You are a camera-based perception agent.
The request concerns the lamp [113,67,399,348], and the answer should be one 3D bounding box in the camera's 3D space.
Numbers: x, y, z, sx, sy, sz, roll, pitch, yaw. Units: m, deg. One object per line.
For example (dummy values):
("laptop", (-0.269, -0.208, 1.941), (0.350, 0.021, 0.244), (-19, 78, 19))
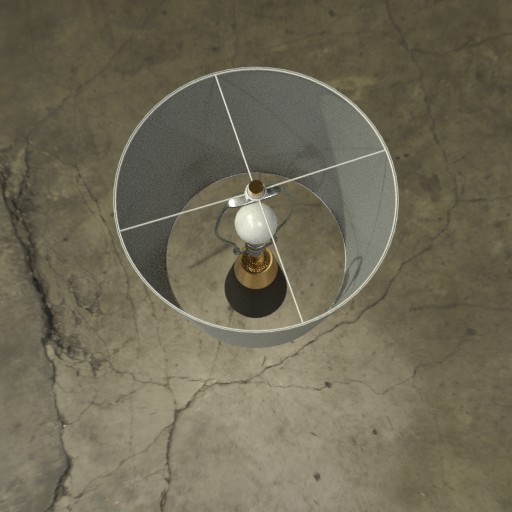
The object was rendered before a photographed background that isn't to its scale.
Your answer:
("lamp", (0.000, 0.000, 0.754), (0.308, 0.580, 0.308), (-18, 76, -5))
